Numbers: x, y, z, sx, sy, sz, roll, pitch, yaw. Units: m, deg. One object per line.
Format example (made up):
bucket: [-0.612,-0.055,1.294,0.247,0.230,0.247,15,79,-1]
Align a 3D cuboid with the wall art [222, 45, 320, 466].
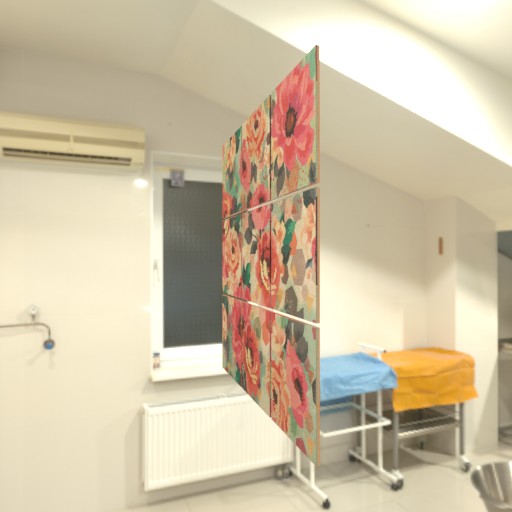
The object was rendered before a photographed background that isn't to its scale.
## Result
wall art: [0.000,0.000,1.864,0.013,1.220,1.216,0,0,-17]
